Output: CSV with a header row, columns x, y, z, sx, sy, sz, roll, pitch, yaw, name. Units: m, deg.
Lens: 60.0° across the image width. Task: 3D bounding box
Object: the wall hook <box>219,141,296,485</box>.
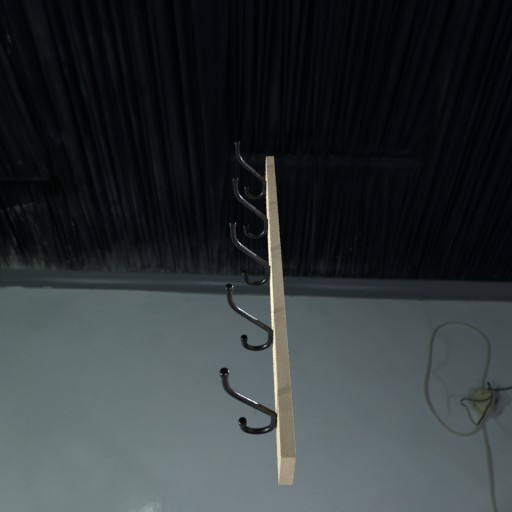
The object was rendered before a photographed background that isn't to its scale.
x,y,z,sx,sy,sz,roll,pitch,yaw,name
0.000,0.000,0.624,0.071,0.117,0.571,0,41,0,wall hook
